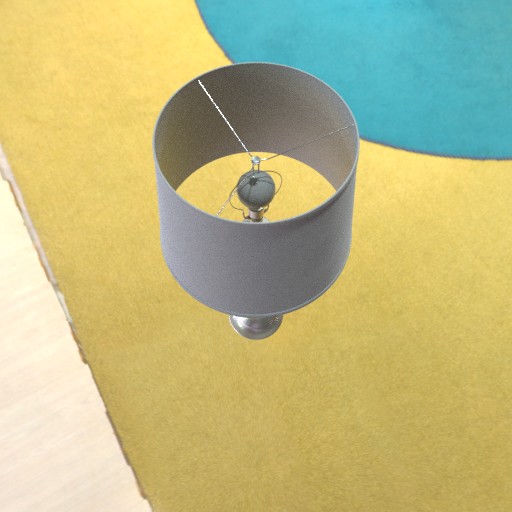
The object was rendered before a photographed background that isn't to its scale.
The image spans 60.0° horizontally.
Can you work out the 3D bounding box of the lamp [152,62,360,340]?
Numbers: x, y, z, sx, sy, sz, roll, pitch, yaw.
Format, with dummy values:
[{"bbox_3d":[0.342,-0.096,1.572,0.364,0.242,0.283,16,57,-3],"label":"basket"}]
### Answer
[{"bbox_3d":[0.000,0.000,0.873,0.331,0.698,0.331,0,64,0],"label":"lamp"}]
